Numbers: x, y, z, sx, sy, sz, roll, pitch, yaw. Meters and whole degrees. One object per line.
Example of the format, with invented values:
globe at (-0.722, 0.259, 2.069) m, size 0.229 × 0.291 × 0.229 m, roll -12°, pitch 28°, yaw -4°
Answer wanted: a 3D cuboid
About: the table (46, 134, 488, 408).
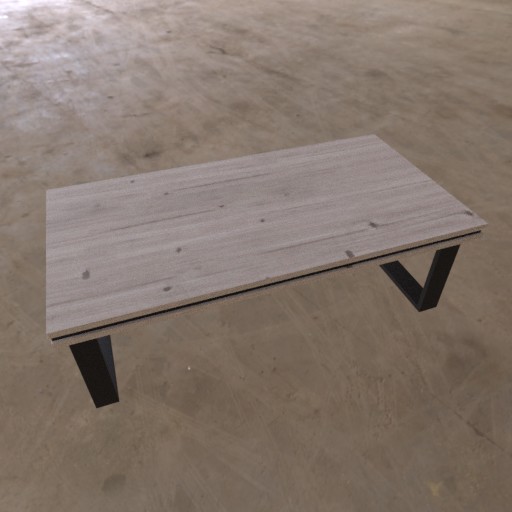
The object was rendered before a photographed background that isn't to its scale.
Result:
table at (0.000, 0.000, 1.662) m, size 1.350 × 0.450 × 0.700 m, roll -13°, pitch 42°, yaw -15°
